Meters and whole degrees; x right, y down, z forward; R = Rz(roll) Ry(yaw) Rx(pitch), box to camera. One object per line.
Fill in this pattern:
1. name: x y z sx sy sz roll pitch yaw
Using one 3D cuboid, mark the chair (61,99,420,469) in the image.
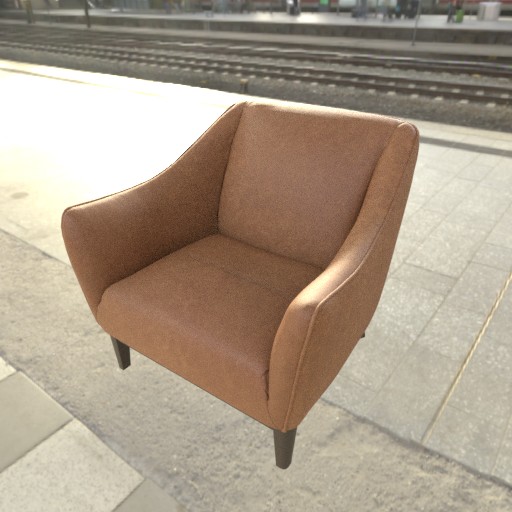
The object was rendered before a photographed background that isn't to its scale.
1. chair: 0.000 0.000 1.473 0.871 0.830 0.852 20 36 30
